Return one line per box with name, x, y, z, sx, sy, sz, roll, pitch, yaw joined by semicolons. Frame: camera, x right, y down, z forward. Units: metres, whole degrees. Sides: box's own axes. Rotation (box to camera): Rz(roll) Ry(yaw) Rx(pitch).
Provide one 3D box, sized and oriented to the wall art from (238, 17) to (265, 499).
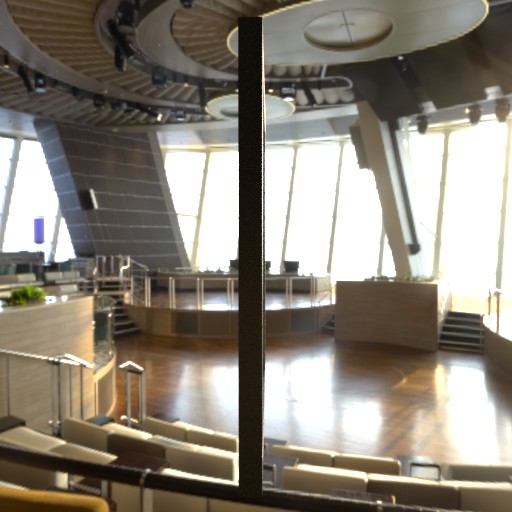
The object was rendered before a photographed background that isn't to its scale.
wall art;0.000;0.000;0.740;0.028;0.557;0.457;0;2;2
